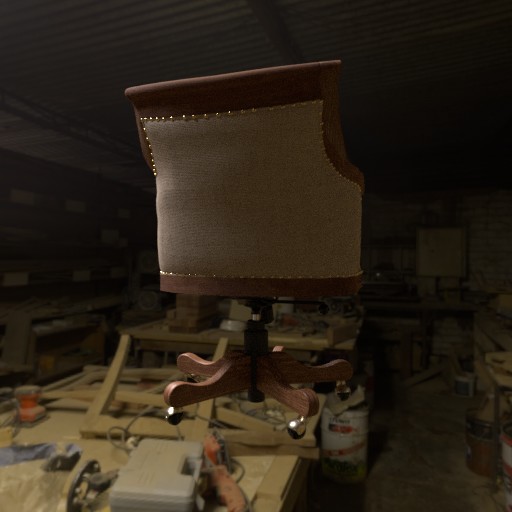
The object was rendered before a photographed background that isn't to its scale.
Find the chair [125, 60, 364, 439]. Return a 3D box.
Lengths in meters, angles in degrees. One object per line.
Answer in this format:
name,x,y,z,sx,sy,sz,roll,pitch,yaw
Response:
chair,0.000,0.000,1.428,0.656,0.965,0.689,0,0,18
